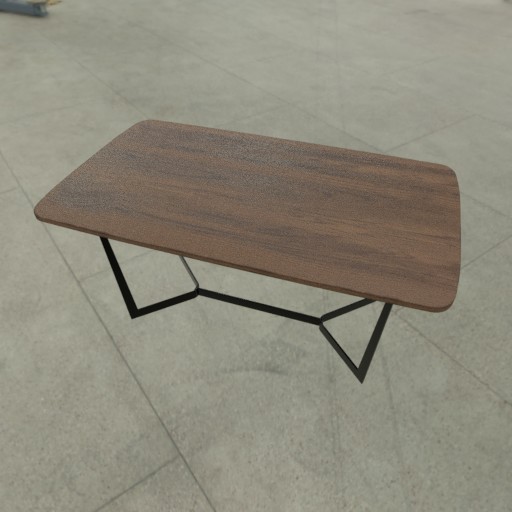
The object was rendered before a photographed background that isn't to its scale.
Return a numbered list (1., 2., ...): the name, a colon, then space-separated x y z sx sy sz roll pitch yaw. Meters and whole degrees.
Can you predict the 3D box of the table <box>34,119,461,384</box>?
1. table: 0.000 0.000 2.134 1.643 0.765 0.949 13 43 14
